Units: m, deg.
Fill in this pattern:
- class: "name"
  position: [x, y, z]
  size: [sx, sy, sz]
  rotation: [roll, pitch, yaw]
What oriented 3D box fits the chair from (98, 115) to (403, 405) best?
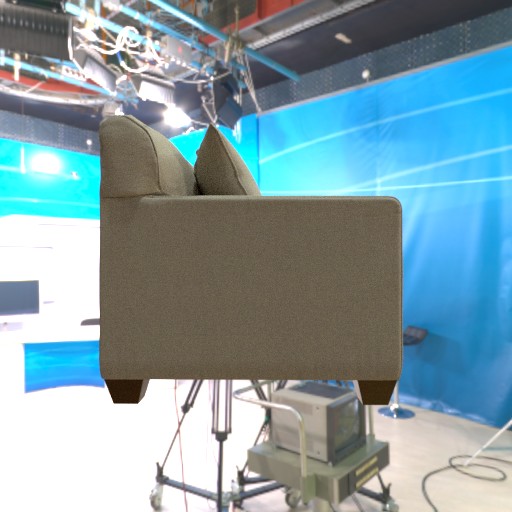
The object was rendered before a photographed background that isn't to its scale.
- class: "chair"
  position: [0.000, 0.000, 2.056]
  size: [1.000, 0.948, 1.383]
  rotation: [0, -1, 1]
